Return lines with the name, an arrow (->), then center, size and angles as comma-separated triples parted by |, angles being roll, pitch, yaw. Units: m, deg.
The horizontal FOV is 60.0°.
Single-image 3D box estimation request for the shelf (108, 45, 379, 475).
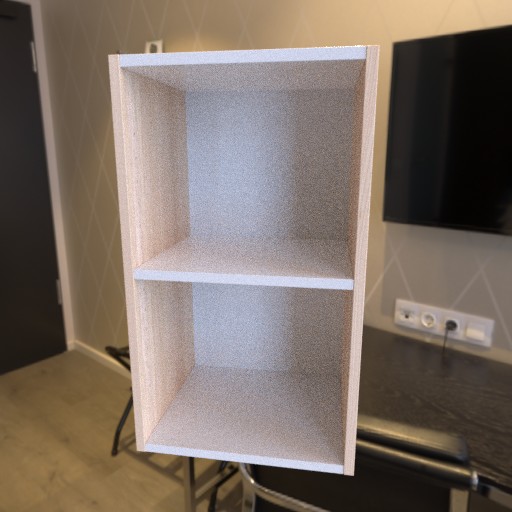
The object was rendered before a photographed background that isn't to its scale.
shelf -> 0.000, 0.000, 0.765 | 0.350, 0.600, 0.290 | 2, 14, 9
